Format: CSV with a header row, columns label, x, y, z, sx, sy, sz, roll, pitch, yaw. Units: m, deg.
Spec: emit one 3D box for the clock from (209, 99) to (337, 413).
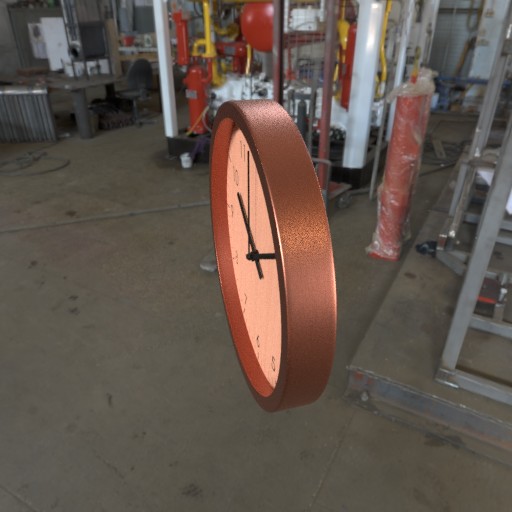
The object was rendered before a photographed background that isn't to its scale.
label,x,y,z,sx,sy,sz,roll,pitch,yaw
clock,0.000,0.000,0.471,0.040,0.313,0.313,-8,31,-14
